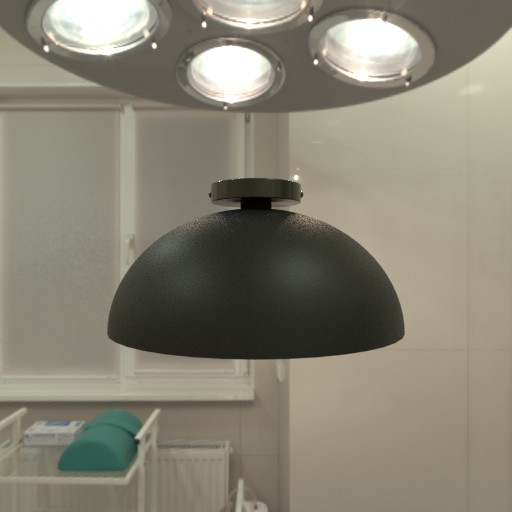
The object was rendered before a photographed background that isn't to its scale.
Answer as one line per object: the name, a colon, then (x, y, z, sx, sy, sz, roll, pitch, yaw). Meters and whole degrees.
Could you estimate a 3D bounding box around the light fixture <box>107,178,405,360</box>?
light fixture: (0.000, 0.000, 0.557, 0.355, 0.177, 0.355, 0, 0, 0)
